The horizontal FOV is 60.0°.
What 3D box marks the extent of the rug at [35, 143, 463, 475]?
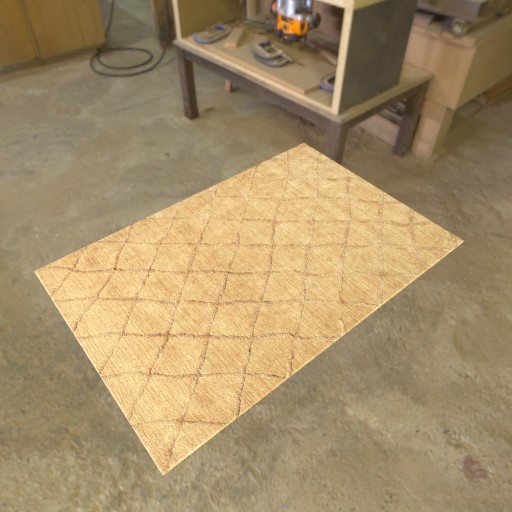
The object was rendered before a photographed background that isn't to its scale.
[{"bbox_3d":[0.000,0.000,2.835,2.292,0.014,1.528,-31,54,-26],"label":"rug"}]
